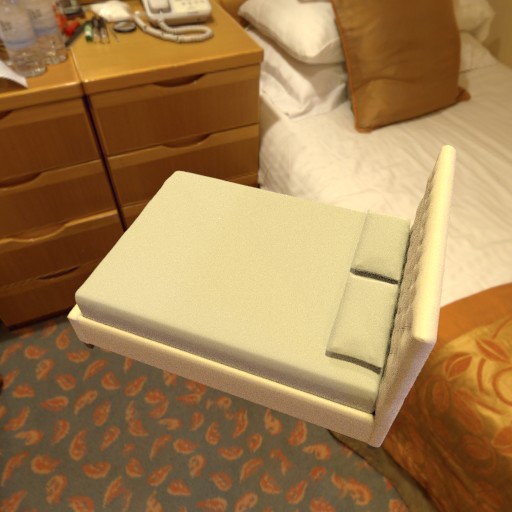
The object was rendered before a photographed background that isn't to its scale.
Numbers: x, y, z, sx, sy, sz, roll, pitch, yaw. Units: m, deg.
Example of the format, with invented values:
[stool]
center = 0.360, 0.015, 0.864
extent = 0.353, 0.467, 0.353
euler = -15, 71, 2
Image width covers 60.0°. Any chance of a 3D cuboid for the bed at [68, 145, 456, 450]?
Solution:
[bed]
center = 0.000, 0.000, 3.334
extent = 2.387, 1.427, 1.698
euler = 15, 49, 14
